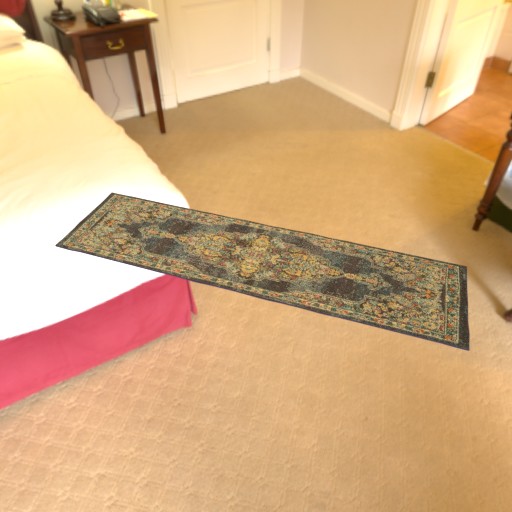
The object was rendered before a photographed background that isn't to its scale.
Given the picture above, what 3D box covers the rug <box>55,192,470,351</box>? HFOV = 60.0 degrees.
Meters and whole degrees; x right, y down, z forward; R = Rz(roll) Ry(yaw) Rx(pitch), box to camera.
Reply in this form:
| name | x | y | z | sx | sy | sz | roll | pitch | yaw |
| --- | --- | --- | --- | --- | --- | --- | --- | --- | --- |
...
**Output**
| name | x | y | z | sx | sy | sz | roll | pitch | yaw |
| --- | --- | --- | --- | --- | --- | --- | --- | --- | --- |
| rug | 0.000 | 0.000 | 2.524 | 2.283 | 0.016 | 0.602 | 13 | 43 | 14 |
